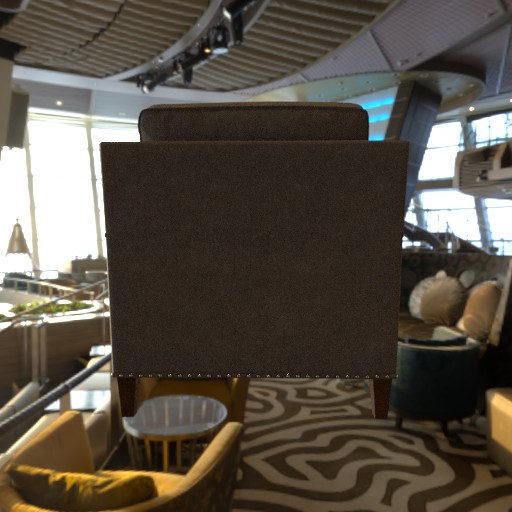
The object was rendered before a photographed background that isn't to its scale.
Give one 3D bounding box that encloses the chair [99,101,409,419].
[{"bbox_3d":[0.000,0.000,1.706,0.853,0.948,1.014,0,2,1],"label":"chair"}]
